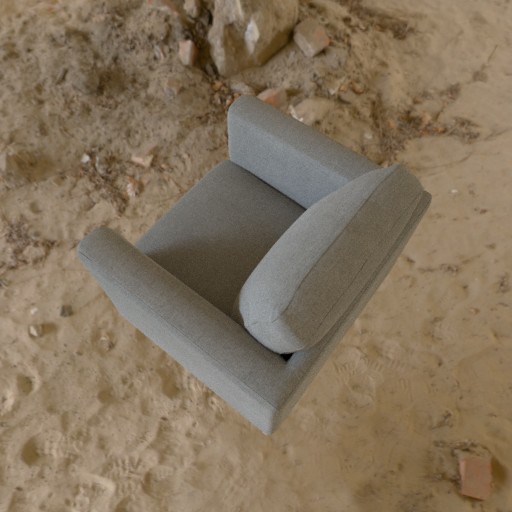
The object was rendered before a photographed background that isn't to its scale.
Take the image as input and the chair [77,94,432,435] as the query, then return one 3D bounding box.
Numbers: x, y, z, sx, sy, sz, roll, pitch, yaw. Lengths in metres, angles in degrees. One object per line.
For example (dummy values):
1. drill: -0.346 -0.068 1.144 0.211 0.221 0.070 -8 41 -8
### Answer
1. chair: 0.000 0.000 1.577 0.800 0.927 0.855 35 68 16
